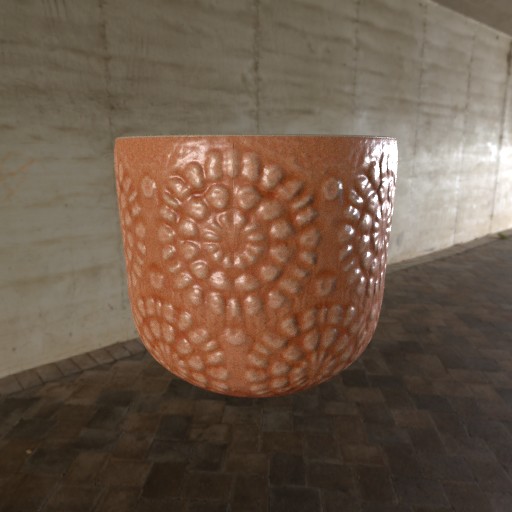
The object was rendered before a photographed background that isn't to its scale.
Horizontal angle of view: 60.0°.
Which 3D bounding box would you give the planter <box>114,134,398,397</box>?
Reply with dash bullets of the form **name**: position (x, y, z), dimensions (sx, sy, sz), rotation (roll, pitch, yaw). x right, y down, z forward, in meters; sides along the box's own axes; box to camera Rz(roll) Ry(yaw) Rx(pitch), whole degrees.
- **planter**: position (0.000, 0.000, 0.213), dimensions (0.124, 0.109, 0.124), rotation (0, 13, 0)
